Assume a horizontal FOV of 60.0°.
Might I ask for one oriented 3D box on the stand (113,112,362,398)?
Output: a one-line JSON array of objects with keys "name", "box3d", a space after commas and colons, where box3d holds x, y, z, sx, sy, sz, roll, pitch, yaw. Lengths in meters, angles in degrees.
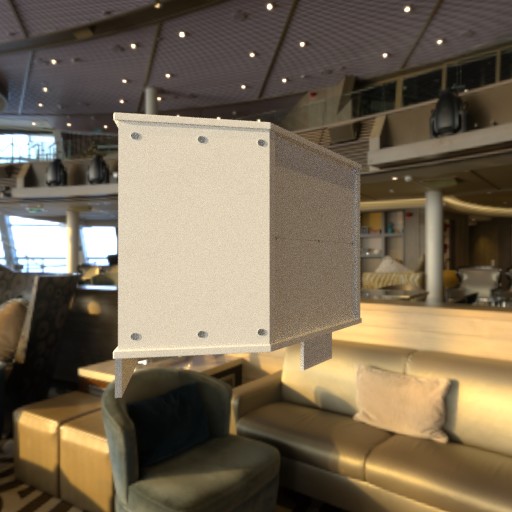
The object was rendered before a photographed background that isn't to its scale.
[{"name": "stand", "box3d": [0.000, 0.000, 1.390, 0.477, 0.614, 1.072, 0, 0, 35]}]
